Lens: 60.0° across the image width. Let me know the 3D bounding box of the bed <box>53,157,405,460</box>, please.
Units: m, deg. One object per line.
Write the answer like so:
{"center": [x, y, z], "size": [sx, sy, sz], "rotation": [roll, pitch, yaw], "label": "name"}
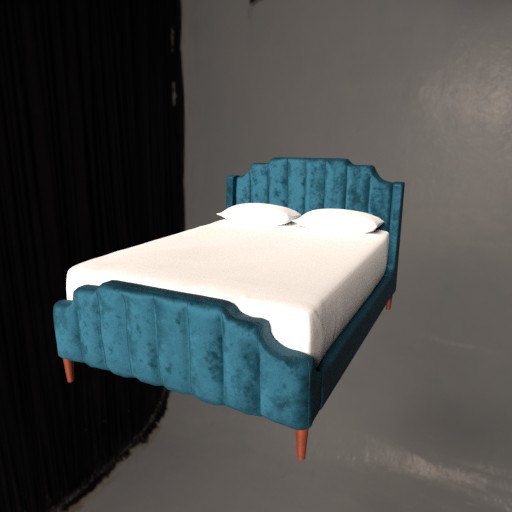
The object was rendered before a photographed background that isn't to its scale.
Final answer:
{"center": [0.000, 0.000, 3.250], "size": [1.678, 1.338, 2.322], "rotation": [7, 16, 26], "label": "bed"}
